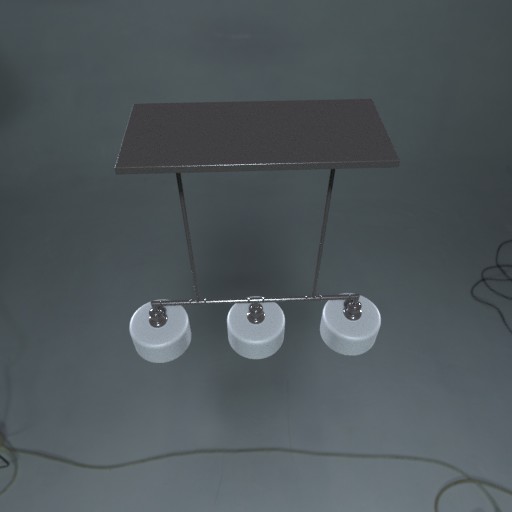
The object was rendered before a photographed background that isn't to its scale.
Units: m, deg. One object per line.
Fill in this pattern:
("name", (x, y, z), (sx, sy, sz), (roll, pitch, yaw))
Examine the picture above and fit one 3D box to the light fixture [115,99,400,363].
("light fixture", (0.000, 0.000, 0.872), (0.582, 0.557, 0.177), (-2, 47, -2))
